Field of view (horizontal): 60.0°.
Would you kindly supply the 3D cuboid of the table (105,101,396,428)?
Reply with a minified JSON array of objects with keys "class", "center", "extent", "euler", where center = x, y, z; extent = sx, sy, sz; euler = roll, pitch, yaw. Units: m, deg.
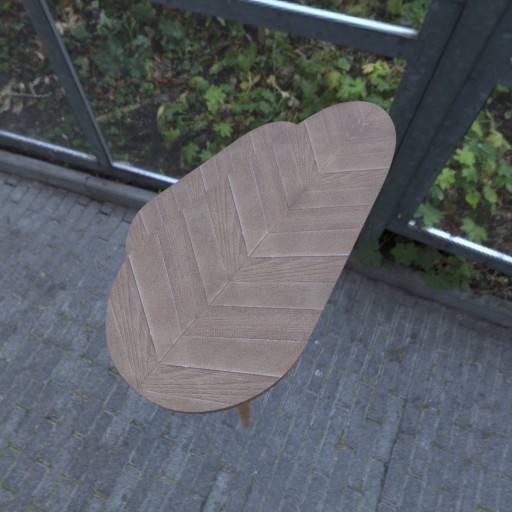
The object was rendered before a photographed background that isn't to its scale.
[{"class":"table","center":[0.000,0.000,1.599],"extent":[0.701,0.595,1.190],"euler":[34,69,15]}]
